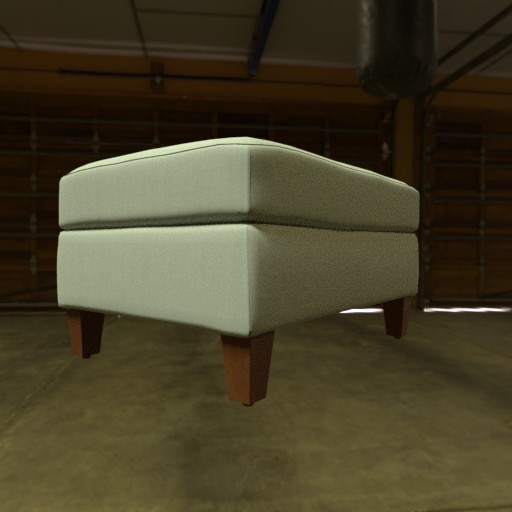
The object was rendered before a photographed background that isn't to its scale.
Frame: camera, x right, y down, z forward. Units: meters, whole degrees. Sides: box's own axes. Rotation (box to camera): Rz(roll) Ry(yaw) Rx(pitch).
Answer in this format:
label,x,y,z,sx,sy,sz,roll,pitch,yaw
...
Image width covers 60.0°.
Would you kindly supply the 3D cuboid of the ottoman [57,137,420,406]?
label,x,y,z,sx,sy,sz,roll,pitch,yaw
ottoman,0.000,0.000,1.199,0.634,0.496,0.818,1,2,38
